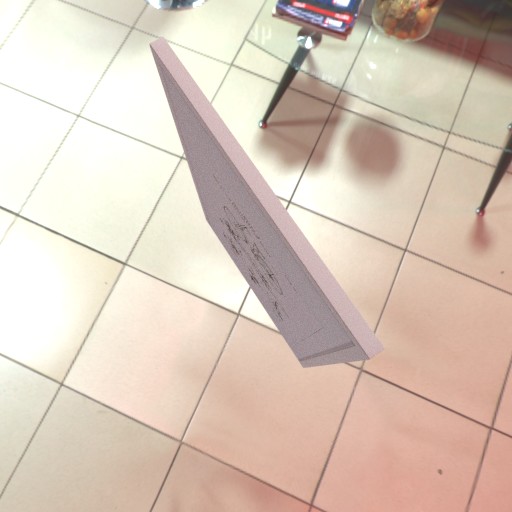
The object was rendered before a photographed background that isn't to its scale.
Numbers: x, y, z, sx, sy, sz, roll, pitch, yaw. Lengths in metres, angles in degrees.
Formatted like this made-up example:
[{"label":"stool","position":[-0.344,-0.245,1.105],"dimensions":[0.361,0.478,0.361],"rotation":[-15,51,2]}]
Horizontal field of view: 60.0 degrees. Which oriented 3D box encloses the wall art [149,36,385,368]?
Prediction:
[{"label":"wall art","position":[0.000,0.000,0.596],"dimensions":[0.015,0.477,0.332],"rotation":[-32,77,-8]}]
